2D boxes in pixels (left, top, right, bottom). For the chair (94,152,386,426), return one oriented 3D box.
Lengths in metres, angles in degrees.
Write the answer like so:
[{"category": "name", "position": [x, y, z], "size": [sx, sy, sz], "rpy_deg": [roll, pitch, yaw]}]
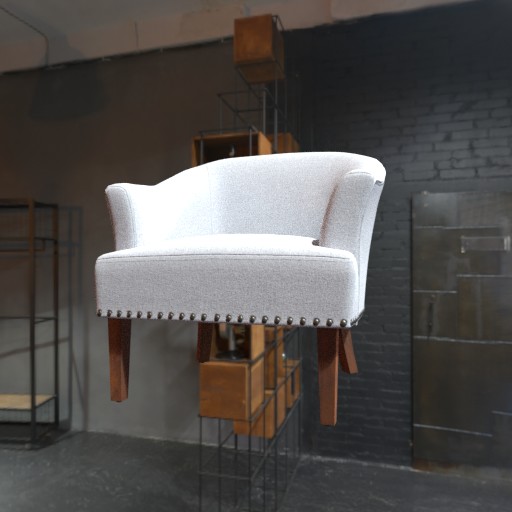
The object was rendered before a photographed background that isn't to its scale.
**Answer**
[{"category": "chair", "position": [0.000, 0.000, 1.427], "size": [0.798, 0.815, 0.704], "rpy_deg": [0, -1, 18]}]
